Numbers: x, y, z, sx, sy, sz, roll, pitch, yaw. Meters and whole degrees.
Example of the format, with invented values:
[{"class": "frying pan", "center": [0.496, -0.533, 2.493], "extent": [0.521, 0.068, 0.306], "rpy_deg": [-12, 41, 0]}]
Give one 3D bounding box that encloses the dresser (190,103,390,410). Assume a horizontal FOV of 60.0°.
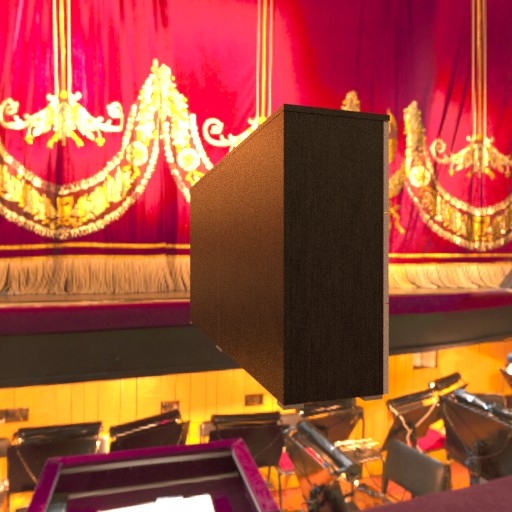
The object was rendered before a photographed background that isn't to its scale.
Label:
[{"class": "dresser", "center": [0.000, 0.000, 1.922], "extent": [0.333, 0.790, 1.535], "rpy_deg": [0, 0, -17]}]
